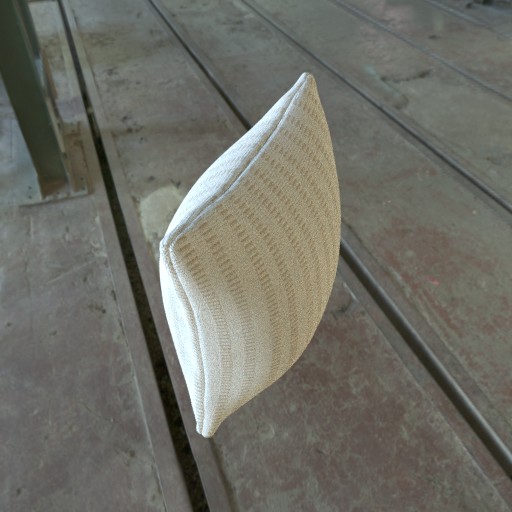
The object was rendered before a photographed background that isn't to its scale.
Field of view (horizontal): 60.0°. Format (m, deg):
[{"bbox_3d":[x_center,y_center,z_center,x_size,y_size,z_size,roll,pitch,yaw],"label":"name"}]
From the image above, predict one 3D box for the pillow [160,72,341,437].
[{"bbox_3d":[0.000,0.000,0.697,0.247,0.419,0.438,17,47,16],"label":"pillow"}]
